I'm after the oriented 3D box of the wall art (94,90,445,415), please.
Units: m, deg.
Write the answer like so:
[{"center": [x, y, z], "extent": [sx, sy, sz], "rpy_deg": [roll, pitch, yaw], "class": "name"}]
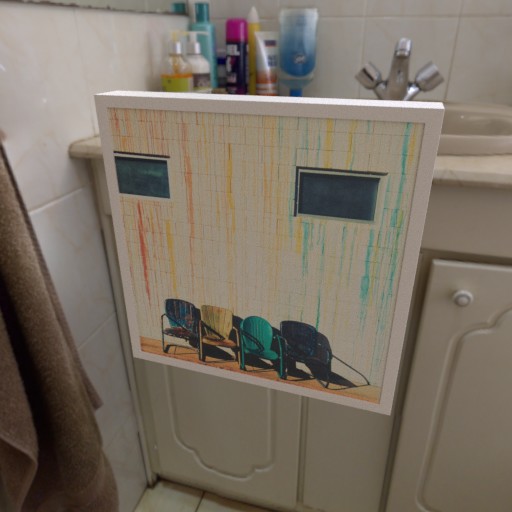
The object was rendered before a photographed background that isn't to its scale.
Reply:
[{"center": [0.000, 0.000, 0.451], "extent": [0.305, 0.305, 0.038], "rpy_deg": [8, 27, 16], "class": "wall art"}]
